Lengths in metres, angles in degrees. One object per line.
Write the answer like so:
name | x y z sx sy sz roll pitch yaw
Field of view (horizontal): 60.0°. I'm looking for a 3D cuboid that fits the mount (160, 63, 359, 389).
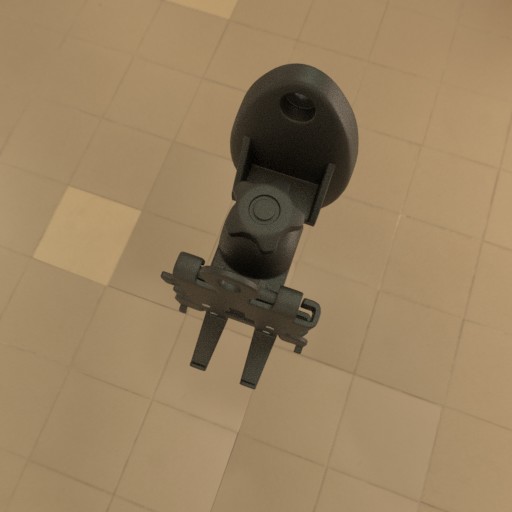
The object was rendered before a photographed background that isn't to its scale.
mount | 0.000 0.000 0.178 0.066 0.118 0.100 19 76 5
